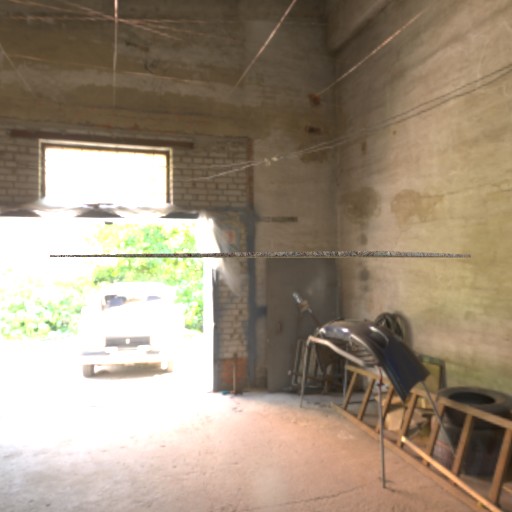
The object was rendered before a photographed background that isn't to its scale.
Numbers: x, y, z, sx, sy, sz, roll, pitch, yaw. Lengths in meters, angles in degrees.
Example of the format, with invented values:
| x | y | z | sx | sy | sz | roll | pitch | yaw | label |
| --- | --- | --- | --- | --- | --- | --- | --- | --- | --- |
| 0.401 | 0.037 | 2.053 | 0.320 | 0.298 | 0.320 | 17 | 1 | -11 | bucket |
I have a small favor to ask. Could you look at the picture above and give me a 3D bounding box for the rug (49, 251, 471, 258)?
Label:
| x | y | z | sx | sy | sz | roll | pitch | yaw | label |
| --- | --- | --- | --- | --- | --- | --- | --- | --- | --- |
| 0.000 | 0.000 | 2.877 | 2.285 | 0.019 | 1.523 | 0 | 0 | 36 | rug |
